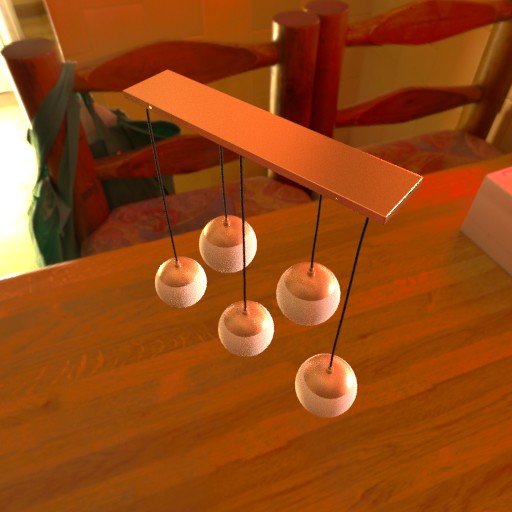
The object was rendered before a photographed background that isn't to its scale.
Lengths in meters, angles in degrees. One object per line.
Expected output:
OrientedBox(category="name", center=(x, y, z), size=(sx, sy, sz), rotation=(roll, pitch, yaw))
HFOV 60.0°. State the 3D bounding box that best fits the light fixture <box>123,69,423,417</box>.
OrientedBox(category="light fixture", center=(0.000, 0.000, 1.346), size=(0.863, 0.869, 0.299), rotation=(31, 55, 26))
